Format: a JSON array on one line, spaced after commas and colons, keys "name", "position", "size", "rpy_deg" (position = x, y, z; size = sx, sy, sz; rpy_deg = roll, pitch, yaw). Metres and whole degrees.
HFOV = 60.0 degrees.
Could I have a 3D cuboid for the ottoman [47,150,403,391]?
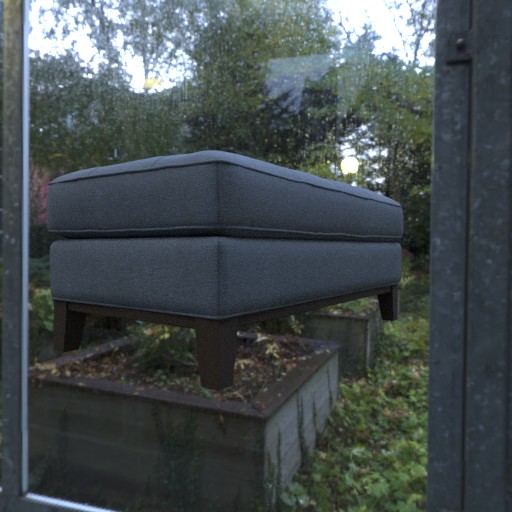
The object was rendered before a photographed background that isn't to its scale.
[{"name": "ottoman", "position": [0.000, 0.000, 1.487], "size": [0.648, 0.514, 1.143], "rpy_deg": [1, 1, 36]}]
